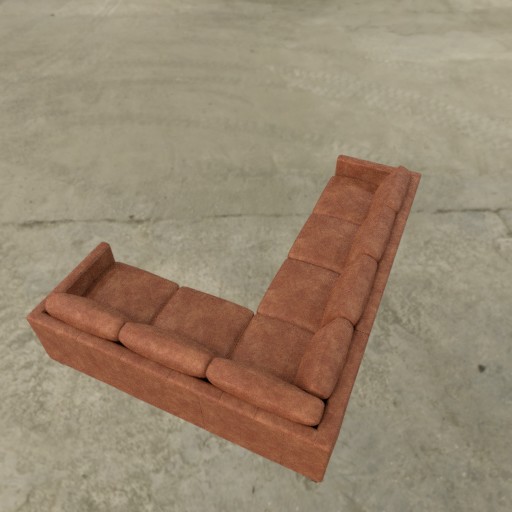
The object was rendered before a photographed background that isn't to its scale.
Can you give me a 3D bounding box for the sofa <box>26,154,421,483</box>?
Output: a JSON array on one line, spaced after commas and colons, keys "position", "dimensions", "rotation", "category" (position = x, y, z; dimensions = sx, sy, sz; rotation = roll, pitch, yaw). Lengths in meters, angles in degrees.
[{"position": [0.000, 0.000, 4.203], "dimensions": [2.438, 0.838, 3.167], "rotation": [18, 48, 17], "category": "sofa"}]
